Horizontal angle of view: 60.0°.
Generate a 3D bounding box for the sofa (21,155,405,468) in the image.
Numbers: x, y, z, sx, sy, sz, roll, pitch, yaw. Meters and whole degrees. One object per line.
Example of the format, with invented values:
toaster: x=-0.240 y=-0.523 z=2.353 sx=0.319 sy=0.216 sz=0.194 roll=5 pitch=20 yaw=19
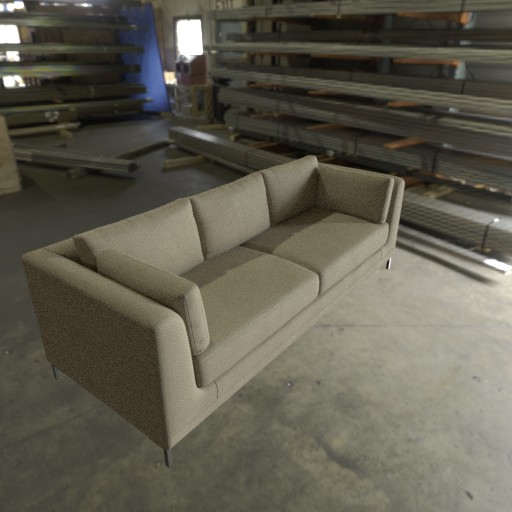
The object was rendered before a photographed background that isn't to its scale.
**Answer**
sofa: x=0.000 y=0.000 z=2.830 sx=0.969 sy=0.867 sz=2.415 roll=19 pitch=32 yaw=34
